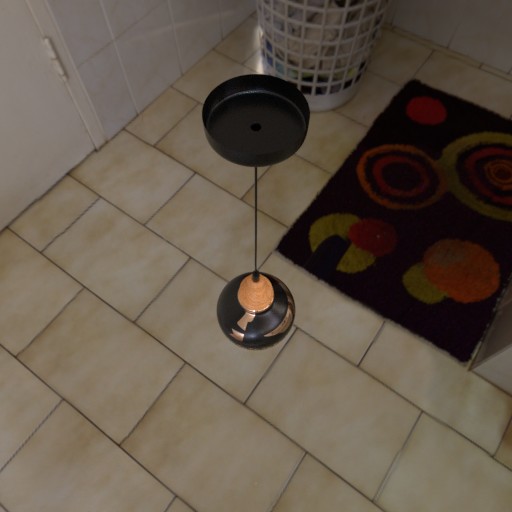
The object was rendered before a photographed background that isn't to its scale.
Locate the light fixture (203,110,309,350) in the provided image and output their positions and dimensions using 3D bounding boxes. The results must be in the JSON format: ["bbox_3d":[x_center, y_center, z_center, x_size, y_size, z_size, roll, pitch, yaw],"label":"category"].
[{"bbox_3d":[0.000,0.000,1.842,0.430,1.606,0.430,35,68,16],"label":"light fixture"}]
